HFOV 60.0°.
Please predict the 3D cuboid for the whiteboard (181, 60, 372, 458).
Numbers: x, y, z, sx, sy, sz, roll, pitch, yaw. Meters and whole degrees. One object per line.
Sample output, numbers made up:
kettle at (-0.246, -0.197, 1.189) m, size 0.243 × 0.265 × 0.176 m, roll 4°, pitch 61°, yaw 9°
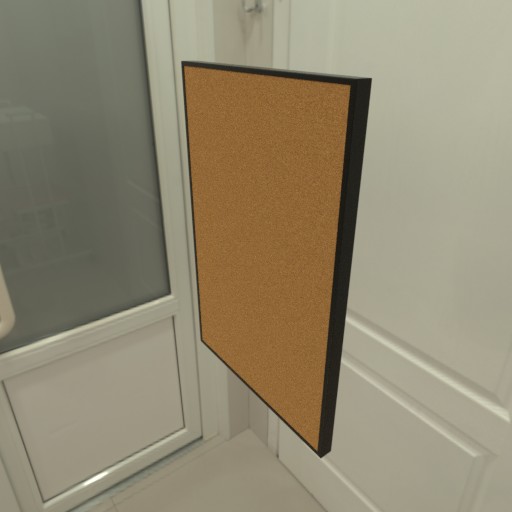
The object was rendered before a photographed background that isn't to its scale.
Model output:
whiteboard at (0.000, 0.000, 0.777) m, size 0.026 × 0.611 × 0.406 m, roll -19°, pitch 32°, yaw -32°
